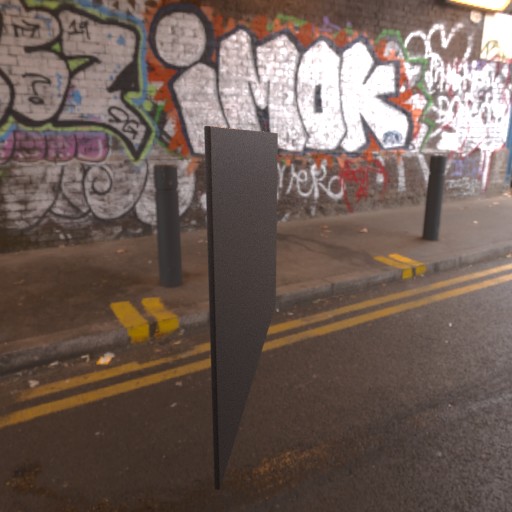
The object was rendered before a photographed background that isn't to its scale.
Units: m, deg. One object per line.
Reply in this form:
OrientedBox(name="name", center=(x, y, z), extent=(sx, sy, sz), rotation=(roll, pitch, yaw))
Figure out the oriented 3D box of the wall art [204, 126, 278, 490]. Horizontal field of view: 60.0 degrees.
OrientedBox(name="wall art", center=(0.000, 0.000, 1.493), extent=(0.013, 0.811, 1.192), rotation=(2, 15, 8))
